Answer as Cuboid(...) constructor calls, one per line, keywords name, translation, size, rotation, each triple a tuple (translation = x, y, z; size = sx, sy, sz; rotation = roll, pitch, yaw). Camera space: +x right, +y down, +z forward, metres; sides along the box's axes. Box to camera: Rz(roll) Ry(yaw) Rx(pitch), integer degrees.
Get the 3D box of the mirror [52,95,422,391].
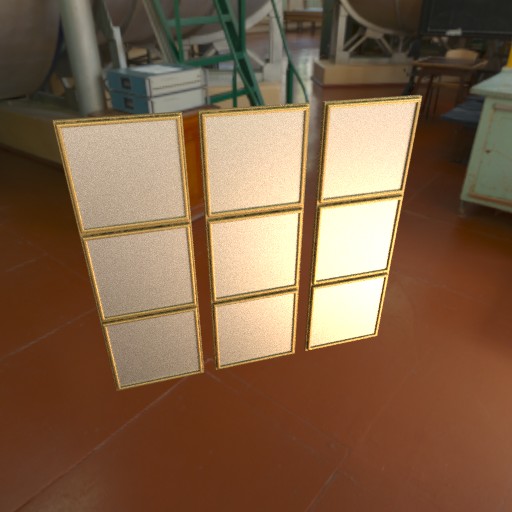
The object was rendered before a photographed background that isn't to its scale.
Cuboid(name="mirror", translation=(0.000, 0.000, 1.419), size=(1.011, 0.926, 0.023), rotation=(-9, 33, -14))
